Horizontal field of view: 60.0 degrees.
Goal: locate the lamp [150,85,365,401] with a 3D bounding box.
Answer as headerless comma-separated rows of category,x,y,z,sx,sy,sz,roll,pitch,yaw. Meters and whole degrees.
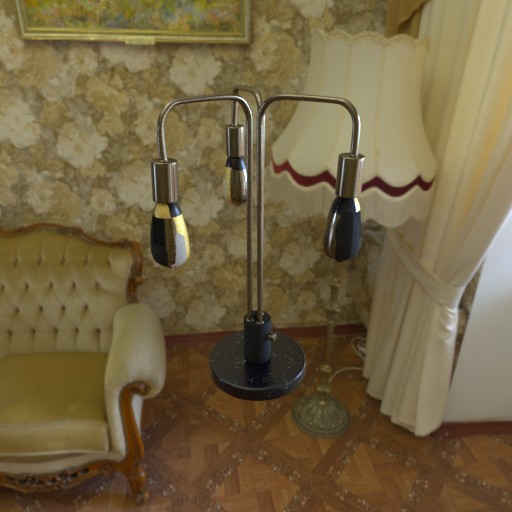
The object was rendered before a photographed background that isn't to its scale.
lamp,0.000,0.000,0.807,0.368,0.560,0.355,17,30,31
